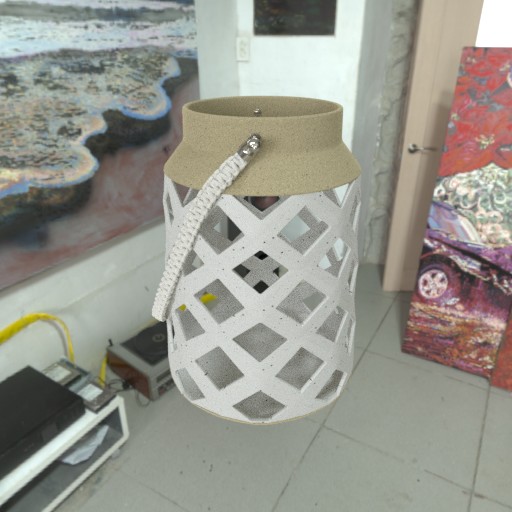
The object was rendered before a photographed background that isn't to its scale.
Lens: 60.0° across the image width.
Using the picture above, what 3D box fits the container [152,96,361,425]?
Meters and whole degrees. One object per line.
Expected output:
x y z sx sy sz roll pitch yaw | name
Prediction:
0.000 0.000 0.352 0.172 0.229 0.163 0 26 1 | container
